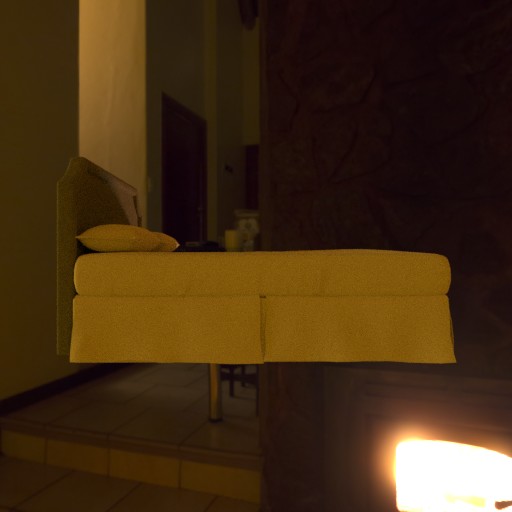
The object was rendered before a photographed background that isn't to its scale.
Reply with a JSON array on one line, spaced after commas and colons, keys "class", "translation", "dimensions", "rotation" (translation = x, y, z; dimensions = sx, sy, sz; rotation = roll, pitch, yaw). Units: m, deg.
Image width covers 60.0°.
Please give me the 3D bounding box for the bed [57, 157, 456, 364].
[{"class": "bed", "translation": [0.000, 0.000, 3.613], "dimensions": [2.464, 1.306, 1.977], "rotation": [0, 0, -1]}]
